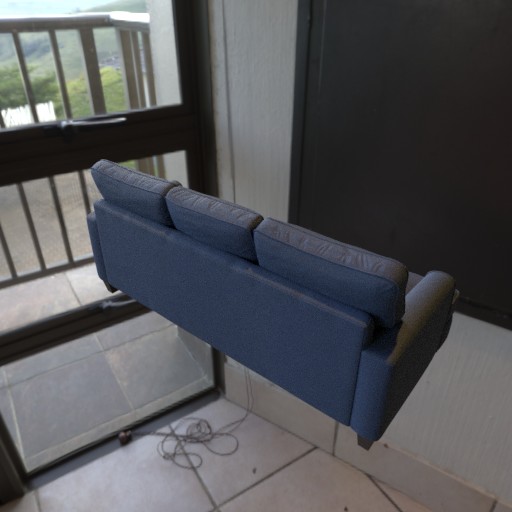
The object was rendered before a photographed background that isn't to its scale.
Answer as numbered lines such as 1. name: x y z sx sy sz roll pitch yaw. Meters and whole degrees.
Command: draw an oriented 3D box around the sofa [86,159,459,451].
1. sofa: 0.000 0.000 2.671 2.158 0.965 0.951 23 38 33
